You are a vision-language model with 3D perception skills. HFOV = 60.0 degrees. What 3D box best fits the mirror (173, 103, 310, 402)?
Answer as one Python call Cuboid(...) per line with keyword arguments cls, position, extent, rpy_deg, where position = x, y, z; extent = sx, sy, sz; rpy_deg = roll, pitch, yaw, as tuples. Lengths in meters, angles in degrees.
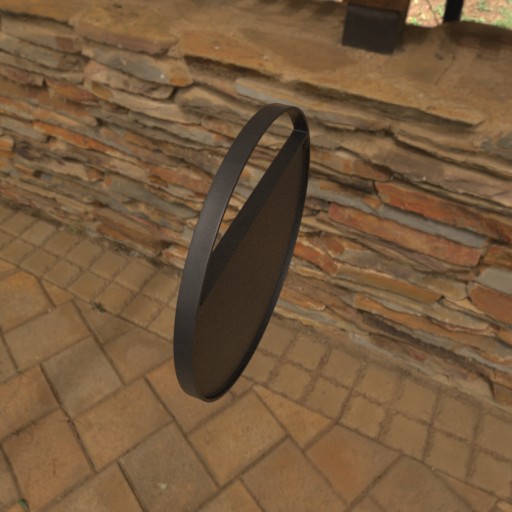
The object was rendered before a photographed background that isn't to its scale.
Cuboid(cls="mirror", position=(0.000, 0.000, 0.859), extent=(0.032, 0.565, 0.565), rpy_deg=(17, 50, 15))
